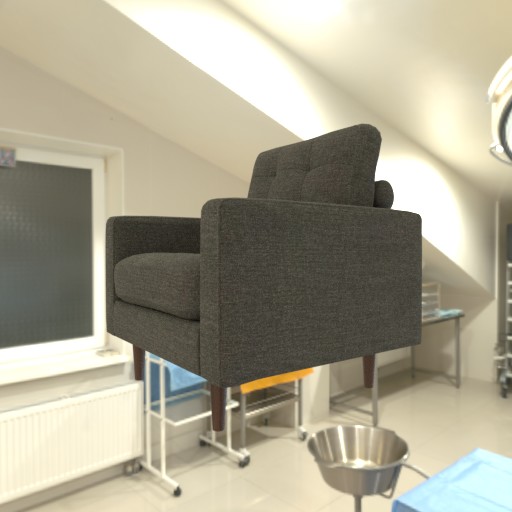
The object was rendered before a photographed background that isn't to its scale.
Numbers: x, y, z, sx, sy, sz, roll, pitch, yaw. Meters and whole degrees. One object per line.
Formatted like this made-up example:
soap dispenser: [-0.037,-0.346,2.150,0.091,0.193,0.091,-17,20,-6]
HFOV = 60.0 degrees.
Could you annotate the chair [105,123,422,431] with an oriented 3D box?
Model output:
chair: [0.000,0.000,1.546,0.843,0.880,0.821,-1,1,-36]
